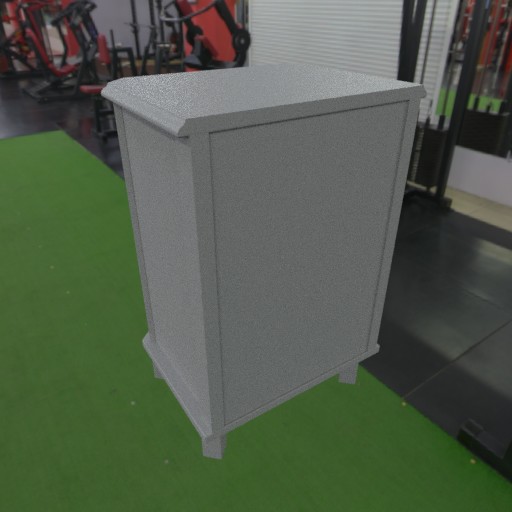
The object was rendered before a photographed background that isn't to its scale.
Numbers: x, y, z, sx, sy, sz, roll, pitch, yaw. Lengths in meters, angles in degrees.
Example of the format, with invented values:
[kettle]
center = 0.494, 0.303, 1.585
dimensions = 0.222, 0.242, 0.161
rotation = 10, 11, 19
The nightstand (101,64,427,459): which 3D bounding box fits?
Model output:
[nightstand]
center = 0.000, 0.000, 0.919
dimensions = 0.450, 0.680, 0.350
rotation = -18, 35, -28
